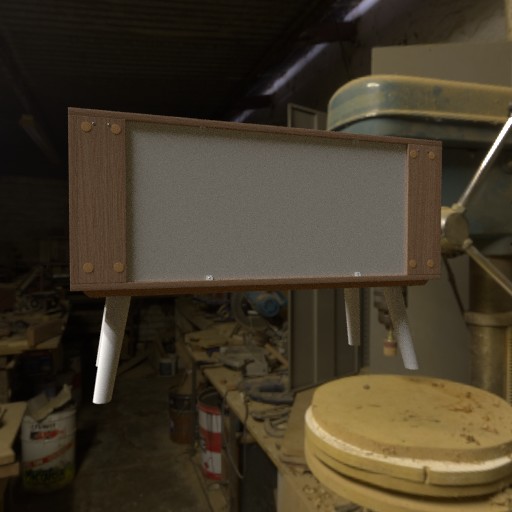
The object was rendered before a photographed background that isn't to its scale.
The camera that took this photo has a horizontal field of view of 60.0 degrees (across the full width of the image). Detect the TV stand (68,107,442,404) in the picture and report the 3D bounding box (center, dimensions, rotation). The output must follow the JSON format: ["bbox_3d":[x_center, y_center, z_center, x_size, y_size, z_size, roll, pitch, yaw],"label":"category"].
[{"bbox_3d":[0.000,0.000,1.315,0.991,0.660,0.407,-1,2,-19],"label":"TV stand"}]
